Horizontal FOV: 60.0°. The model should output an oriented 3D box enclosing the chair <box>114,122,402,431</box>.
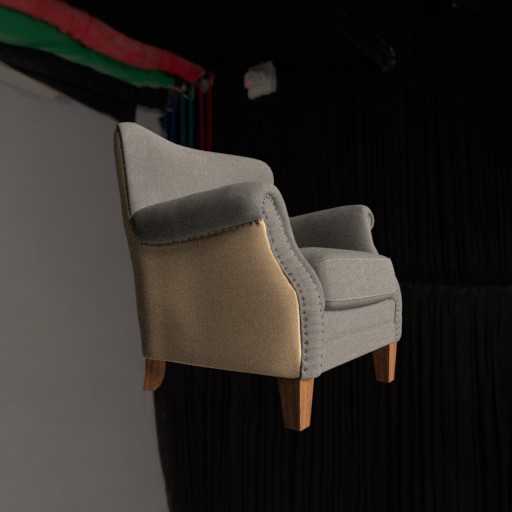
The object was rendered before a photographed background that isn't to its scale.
[{"bbox_3d":[0.000,0.000,1.655,0.921,0.936,0.861,0,0,37],"label":"chair"}]
